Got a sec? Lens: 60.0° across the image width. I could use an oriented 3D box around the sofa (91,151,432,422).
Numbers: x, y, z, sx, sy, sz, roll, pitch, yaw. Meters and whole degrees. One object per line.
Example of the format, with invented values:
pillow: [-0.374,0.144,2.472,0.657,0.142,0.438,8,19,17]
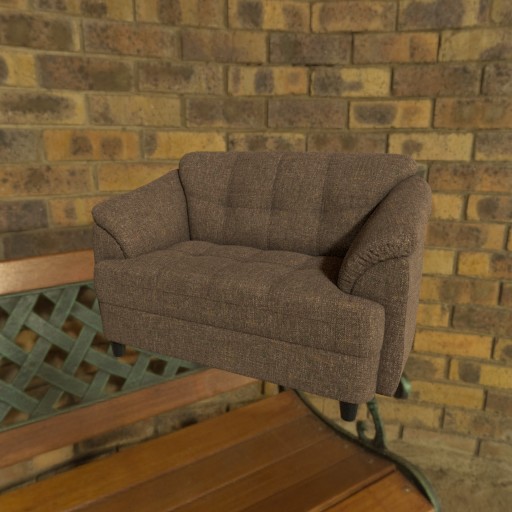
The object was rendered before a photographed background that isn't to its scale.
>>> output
sofa: [0.000,0.000,1.963,1.404,0.895,0.799,7,16,26]
